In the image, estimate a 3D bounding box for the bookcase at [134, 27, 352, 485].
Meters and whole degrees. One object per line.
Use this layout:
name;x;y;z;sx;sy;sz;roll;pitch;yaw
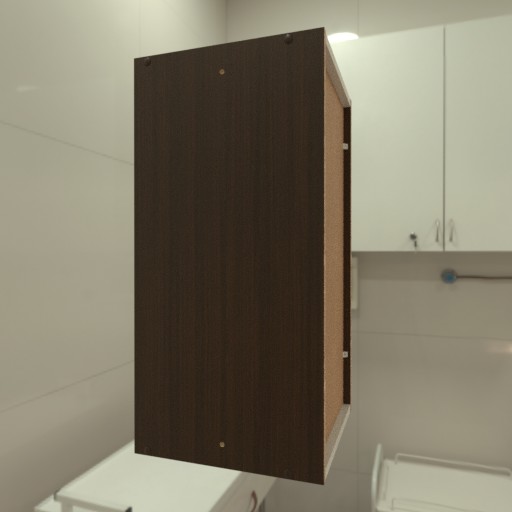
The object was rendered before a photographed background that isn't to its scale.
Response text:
bookcase;0.000;0.000;0.767;0.290;0.600;0.300;0;0;19
